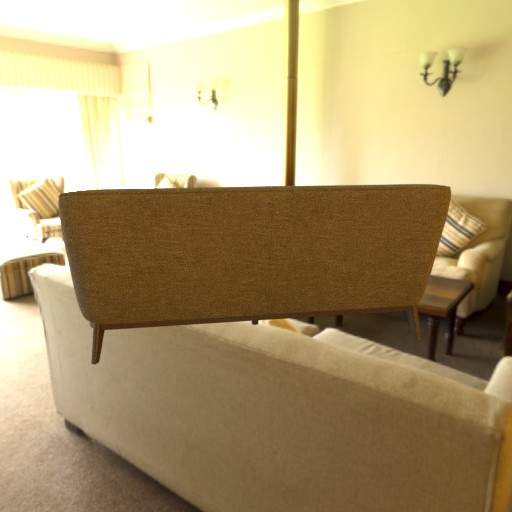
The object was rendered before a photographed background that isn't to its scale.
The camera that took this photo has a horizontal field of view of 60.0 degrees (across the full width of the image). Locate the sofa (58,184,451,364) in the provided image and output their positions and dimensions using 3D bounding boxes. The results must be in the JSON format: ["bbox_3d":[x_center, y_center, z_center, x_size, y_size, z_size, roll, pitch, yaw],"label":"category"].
[{"bbox_3d":[0.000,0.000,2.420,1.928,0.829,0.867,-2,15,-9],"label":"sofa"}]
